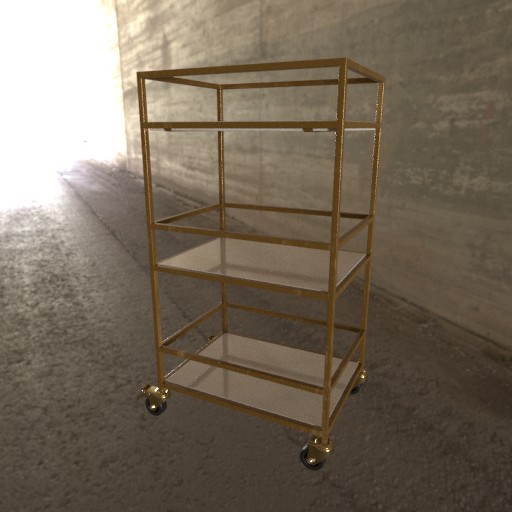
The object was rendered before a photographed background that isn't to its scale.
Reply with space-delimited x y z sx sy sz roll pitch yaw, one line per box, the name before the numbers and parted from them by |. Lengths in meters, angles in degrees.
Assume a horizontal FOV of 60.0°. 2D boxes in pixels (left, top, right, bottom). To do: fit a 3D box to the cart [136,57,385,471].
cart | 0.000 0.000 1.002 0.483 0.761 0.332 8 18 25
